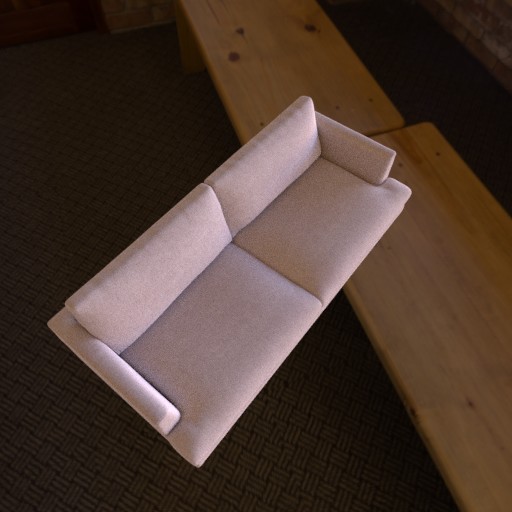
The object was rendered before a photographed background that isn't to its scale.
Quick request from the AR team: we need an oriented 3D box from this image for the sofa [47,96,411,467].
[{"bbox_3d":[0.000,0.000,2.777,1.020,0.868,2.250,34,64,20],"label":"sofa"}]
